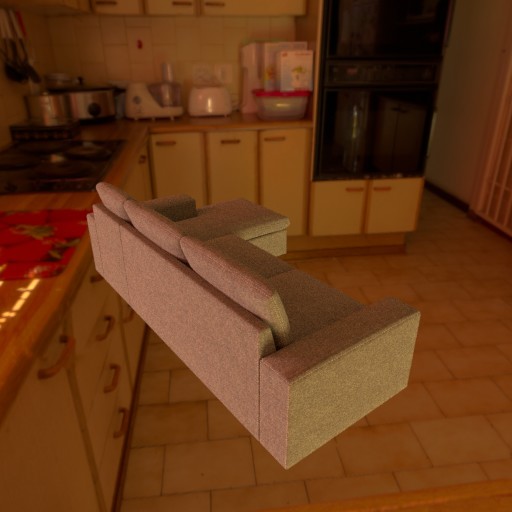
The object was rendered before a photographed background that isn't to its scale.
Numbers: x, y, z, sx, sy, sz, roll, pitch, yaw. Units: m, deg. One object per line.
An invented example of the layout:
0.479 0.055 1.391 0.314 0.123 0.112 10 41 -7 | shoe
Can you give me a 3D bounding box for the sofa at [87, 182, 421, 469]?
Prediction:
0.000 0.000 3.440 1.689 0.940 2.718 -18 31 -33 | sofa
